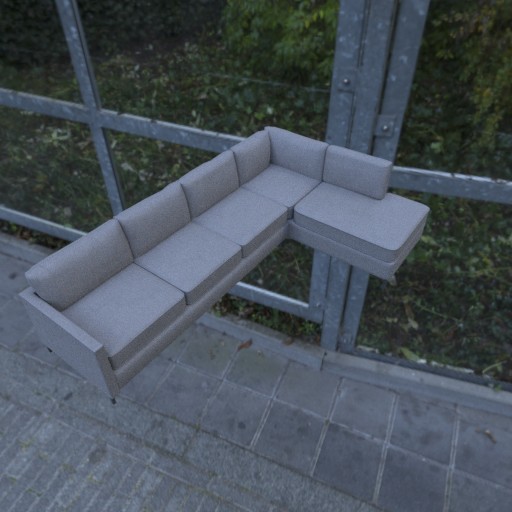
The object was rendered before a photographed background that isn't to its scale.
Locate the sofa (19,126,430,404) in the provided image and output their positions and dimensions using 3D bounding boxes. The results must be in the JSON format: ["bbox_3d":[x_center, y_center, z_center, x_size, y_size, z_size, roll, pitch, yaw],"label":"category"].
[{"bbox_3d":[0.000,0.000,4.093,2.077,0.964,3.331,26,47,27],"label":"sofa"}]
